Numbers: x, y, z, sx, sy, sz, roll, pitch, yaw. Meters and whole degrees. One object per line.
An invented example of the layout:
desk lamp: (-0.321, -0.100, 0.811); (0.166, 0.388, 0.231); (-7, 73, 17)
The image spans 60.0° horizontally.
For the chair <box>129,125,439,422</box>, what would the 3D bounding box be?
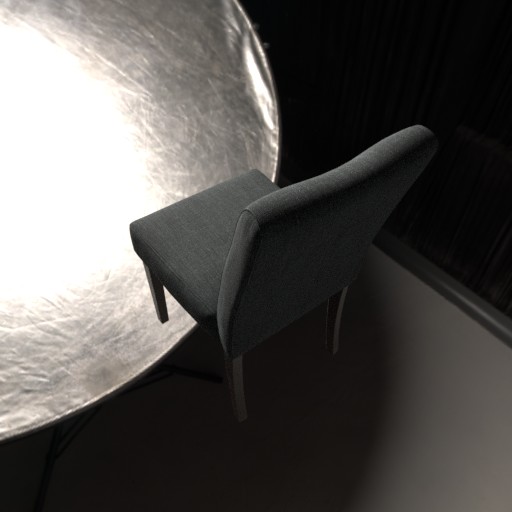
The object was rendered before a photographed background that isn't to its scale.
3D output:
chair: (0.000, 0.000, 1.227); (0.487, 0.884, 0.629); (-29, 52, -25)
